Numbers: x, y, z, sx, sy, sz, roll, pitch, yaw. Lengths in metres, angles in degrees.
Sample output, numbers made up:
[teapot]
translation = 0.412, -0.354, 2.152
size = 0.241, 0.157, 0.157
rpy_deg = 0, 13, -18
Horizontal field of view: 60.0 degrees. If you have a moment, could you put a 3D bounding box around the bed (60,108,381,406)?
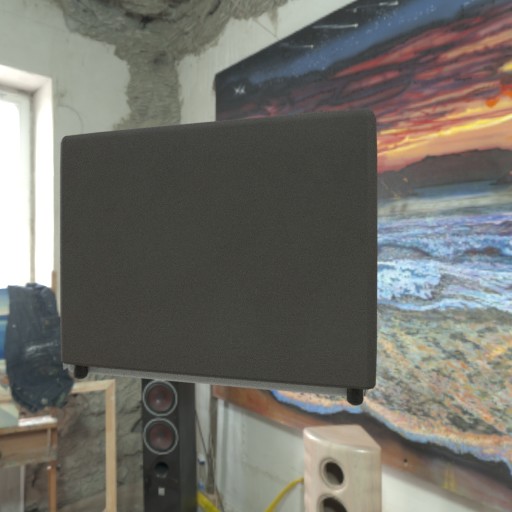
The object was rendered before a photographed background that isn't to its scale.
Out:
[bed]
translation = 0.000, 0.000, 3.173
size = 1.723, 1.330, 2.142
rpy_deg = 0, 0, 17
